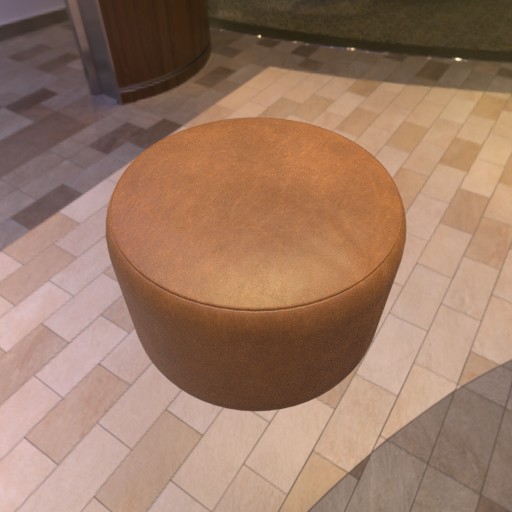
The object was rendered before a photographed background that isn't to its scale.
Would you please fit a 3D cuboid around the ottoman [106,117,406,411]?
[{"bbox_3d":[0.000,0.000,1.018,0.607,0.438,0.607,0,47,0],"label":"ottoman"}]
